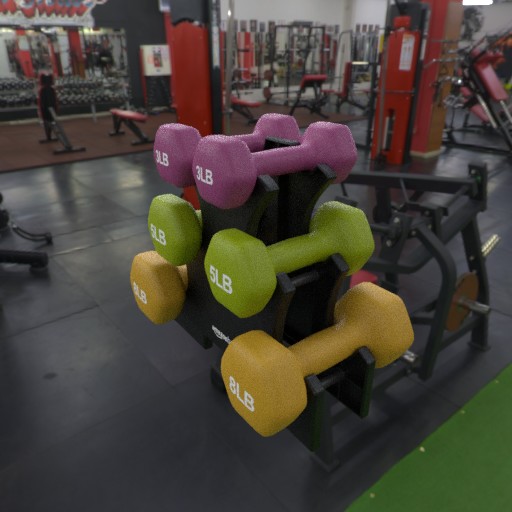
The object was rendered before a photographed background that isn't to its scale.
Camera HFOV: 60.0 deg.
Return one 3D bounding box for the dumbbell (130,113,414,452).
[{"bbox_3d":[0.000,0.000,0.473,0.190,0.271,0.300,-17,30,-33],"label":"dumbbell"}]
